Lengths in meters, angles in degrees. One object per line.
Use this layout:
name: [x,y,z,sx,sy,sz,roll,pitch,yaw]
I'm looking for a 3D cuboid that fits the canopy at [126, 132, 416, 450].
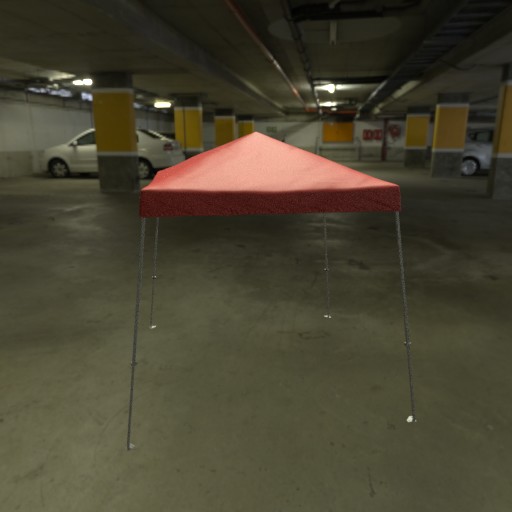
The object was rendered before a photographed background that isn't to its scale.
canopy: [0.000,0.000,5.282,2.848,2.849,2.849,-2,15,-8]
